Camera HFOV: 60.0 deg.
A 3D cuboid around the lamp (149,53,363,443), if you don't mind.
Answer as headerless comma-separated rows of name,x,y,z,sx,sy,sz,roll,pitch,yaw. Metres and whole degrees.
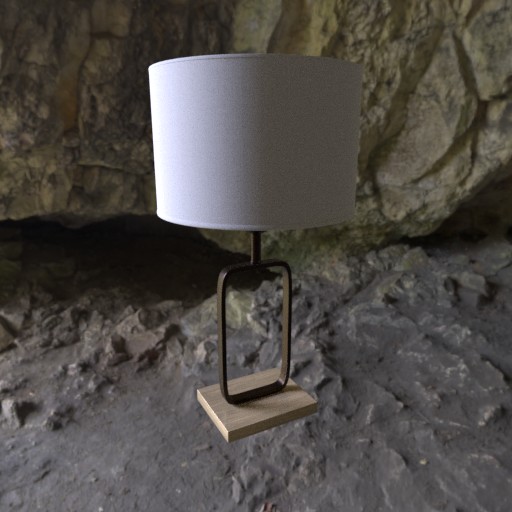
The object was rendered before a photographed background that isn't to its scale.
lamp,0.000,0.000,0.657,0.279,0.508,0.279,-8,17,-27
